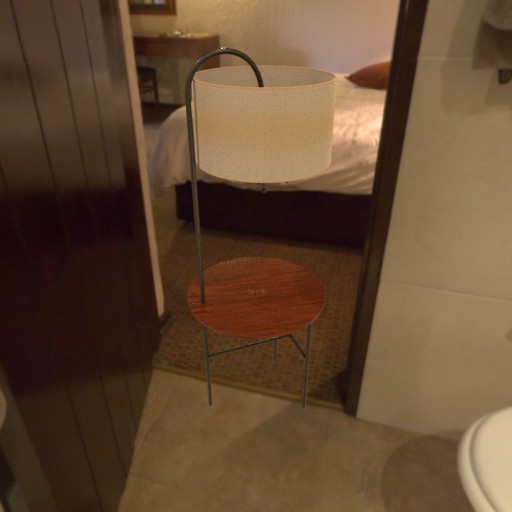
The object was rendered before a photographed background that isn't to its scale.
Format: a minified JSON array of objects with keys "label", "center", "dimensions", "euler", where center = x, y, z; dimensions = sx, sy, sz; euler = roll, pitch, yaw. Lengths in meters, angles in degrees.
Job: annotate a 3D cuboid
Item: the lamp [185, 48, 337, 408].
[{"label":"lamp","center":[0.000,0.000,1.772],"dimensions":[0.573,1.517,0.573],"euler":[0,30,0]}]
